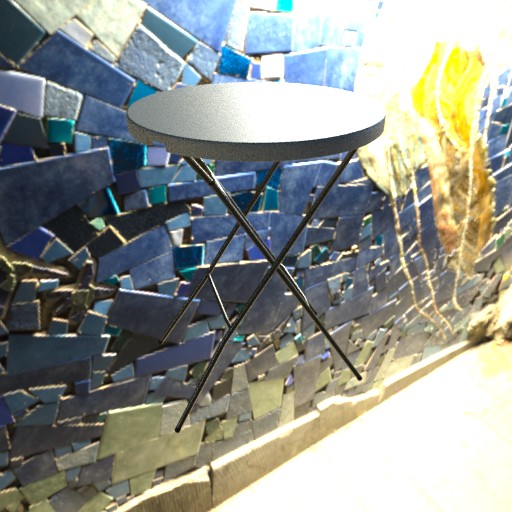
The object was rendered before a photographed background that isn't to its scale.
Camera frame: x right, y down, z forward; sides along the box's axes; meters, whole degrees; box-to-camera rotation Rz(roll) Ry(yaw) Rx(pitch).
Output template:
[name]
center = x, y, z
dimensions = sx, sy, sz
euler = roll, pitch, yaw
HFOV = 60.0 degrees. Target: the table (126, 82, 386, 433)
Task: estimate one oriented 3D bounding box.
[table]
center = 0.000, 0.000, 1.673
dimensions = 0.795, 1.105, 0.792
euler = -9, 33, -15
